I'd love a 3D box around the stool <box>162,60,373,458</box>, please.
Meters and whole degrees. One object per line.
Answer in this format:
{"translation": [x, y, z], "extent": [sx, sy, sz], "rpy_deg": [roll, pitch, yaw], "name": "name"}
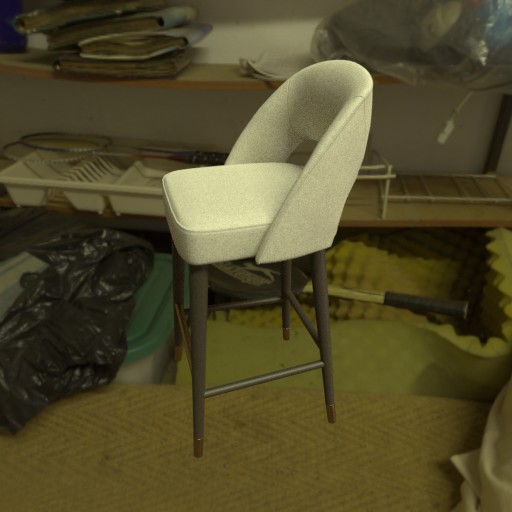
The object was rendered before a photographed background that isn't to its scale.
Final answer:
{"translation": [0.000, 0.000, 1.298], "extent": [0.509, 1.037, 0.494], "rpy_deg": [-8, 30, -14], "name": "stool"}
